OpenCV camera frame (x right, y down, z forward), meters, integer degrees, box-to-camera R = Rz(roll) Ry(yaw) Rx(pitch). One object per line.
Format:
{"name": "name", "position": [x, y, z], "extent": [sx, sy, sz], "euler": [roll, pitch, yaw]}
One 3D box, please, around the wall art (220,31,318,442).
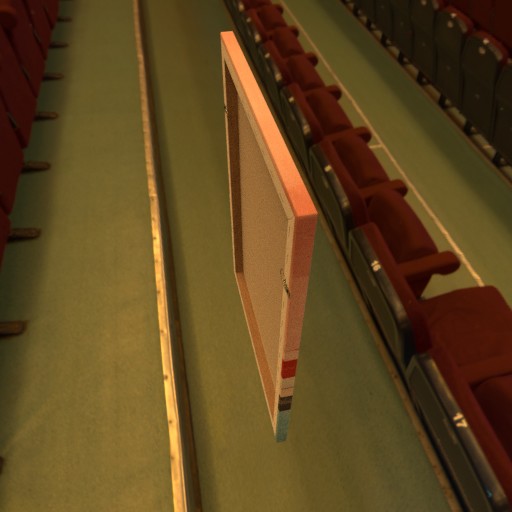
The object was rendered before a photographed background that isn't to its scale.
{"name": "wall art", "position": [0.000, 0.000, 1.345], "extent": [0.039, 1.016, 0.761], "euler": [-9, 48, -8]}
